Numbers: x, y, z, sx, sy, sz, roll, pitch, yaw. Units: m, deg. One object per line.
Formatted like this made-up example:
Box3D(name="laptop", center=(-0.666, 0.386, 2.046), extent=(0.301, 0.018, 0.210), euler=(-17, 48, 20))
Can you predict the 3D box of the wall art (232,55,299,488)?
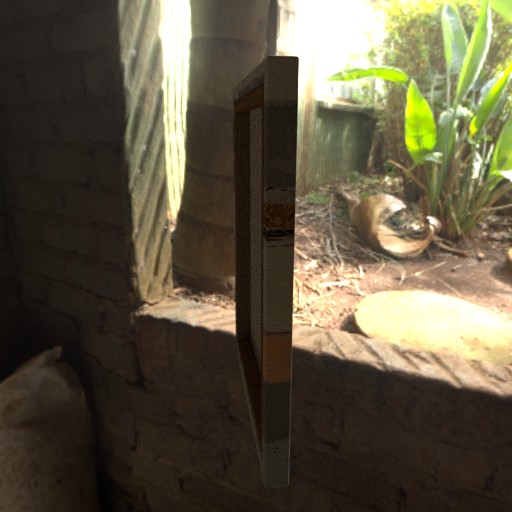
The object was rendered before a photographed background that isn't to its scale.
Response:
Box3D(name="wall art", center=(0.000, 0.000, 0.810), extent=(0.038, 0.609, 0.456), euler=(-2, 16, -8))
